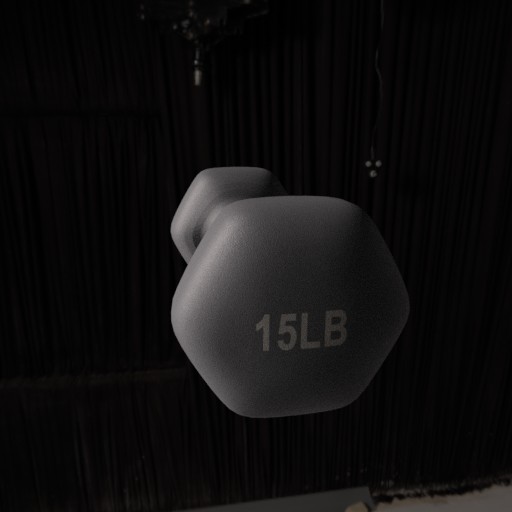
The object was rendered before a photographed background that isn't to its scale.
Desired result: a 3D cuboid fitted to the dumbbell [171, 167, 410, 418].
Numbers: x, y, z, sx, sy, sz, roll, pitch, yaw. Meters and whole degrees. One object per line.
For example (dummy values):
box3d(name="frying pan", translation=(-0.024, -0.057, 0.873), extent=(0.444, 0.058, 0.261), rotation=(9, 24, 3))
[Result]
box3d(name="dumbbell", translation=(0.000, 0.000, 0.303), extent=(0.116, 0.105, 0.240), rotation=(-3, 16, -10))
